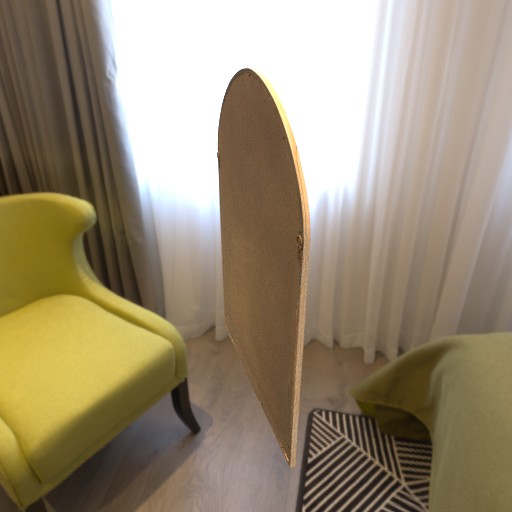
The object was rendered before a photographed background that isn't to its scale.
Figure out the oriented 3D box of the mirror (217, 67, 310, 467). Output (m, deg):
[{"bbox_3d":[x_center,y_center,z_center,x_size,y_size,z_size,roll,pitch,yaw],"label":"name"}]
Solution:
[{"bbox_3d":[0.000,0.000,1.164,0.032,0.915,0.609,-10,31,-17],"label":"mirror"}]
